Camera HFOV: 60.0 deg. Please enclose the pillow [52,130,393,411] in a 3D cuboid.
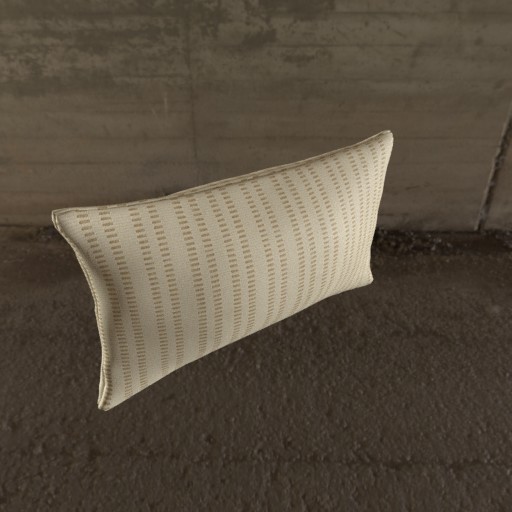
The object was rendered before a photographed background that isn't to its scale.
[{"bbox_3d":[0.000,0.000,0.793,0.640,0.353,0.210,-20,37,-30],"label":"pillow"}]
